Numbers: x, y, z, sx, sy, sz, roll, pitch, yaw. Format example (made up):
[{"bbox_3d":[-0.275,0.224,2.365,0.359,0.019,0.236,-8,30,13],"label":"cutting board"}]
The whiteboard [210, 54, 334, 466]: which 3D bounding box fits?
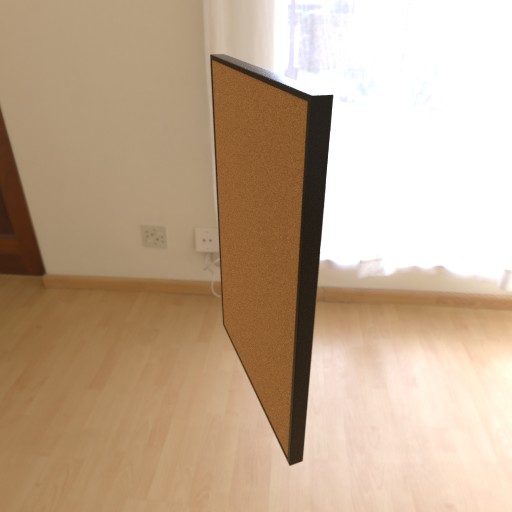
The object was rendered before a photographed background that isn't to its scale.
[{"bbox_3d":[0.000,0.000,0.778,0.026,0.611,0.406,-10,32,-17],"label":"whiteboard"}]
